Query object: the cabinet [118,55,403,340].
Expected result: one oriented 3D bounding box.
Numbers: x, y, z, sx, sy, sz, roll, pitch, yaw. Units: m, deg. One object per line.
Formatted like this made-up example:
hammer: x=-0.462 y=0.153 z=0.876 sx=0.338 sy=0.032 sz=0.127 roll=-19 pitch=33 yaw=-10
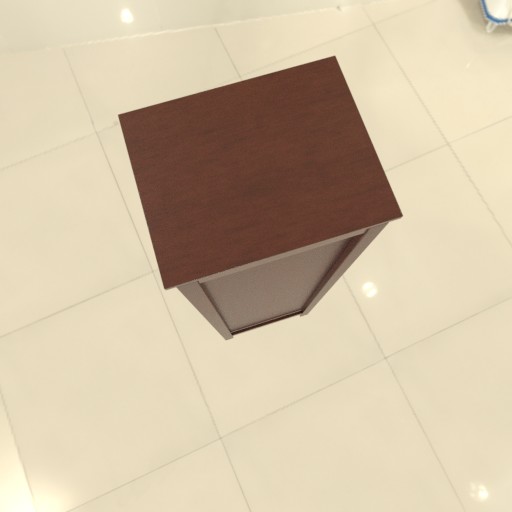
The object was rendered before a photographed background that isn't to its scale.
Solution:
cabinet: x=0.000 y=0.000 z=1.660 sx=0.500 sy=1.518 sz=0.401 roll=-17 pitch=76 yaw=-4
